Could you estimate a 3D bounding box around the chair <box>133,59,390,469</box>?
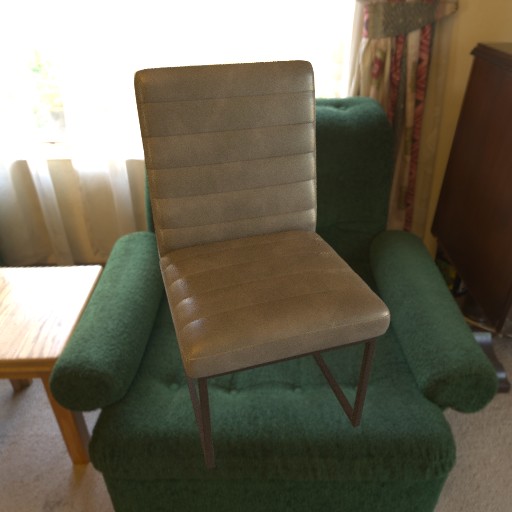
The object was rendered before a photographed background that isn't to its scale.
[{"bbox_3d":[0.000,0.000,1.253,0.520,0.930,0.634,-10,34,-14],"label":"chair"}]
